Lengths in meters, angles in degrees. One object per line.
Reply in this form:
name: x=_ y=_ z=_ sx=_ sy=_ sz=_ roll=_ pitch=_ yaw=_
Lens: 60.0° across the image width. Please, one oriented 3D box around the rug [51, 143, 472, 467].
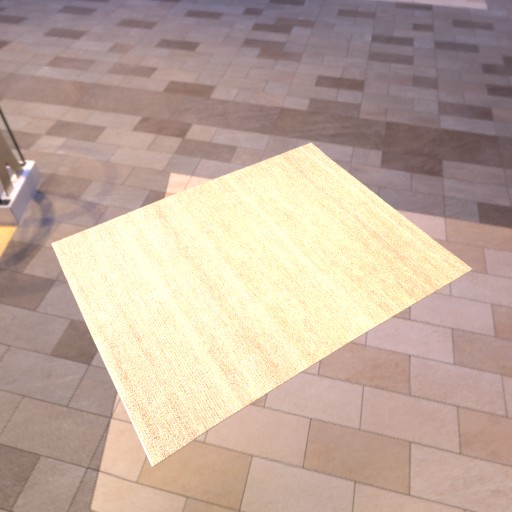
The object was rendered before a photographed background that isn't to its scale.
rug: x=0.000 y=0.000 z=4.255 sx=3.245 sy=0.046 sz=2.467 roll=-25 pitch=53 yaw=-21
